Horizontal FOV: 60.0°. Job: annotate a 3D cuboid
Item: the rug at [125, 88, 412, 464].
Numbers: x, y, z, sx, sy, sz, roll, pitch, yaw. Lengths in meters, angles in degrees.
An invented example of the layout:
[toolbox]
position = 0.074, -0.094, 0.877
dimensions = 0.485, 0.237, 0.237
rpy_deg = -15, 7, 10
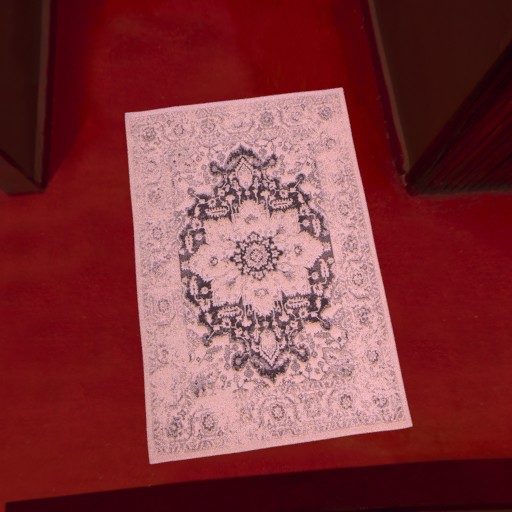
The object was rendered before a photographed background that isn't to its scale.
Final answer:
[rug]
position = 0.000, 0.000, 2.253
dimensions = 1.223, 0.008, 1.813
rpy_deg = -7, 76, -2
